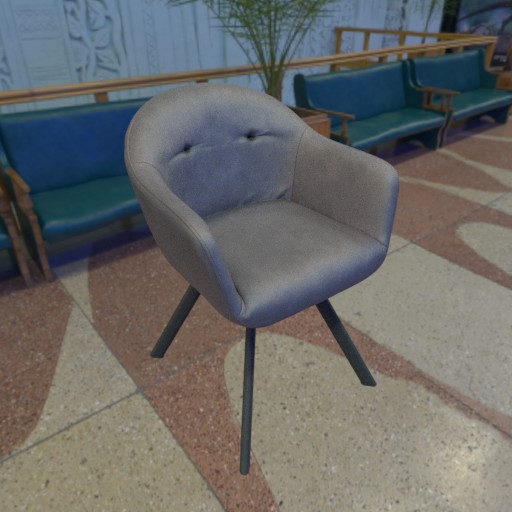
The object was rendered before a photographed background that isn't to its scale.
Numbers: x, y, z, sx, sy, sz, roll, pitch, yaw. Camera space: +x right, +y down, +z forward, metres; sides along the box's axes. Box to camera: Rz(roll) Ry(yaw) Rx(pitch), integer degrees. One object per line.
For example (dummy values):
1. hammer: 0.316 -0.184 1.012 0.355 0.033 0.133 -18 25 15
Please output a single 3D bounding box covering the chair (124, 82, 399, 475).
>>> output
1. chair: 0.000 0.000 1.155 0.567 0.781 0.544 -21 36 -31
